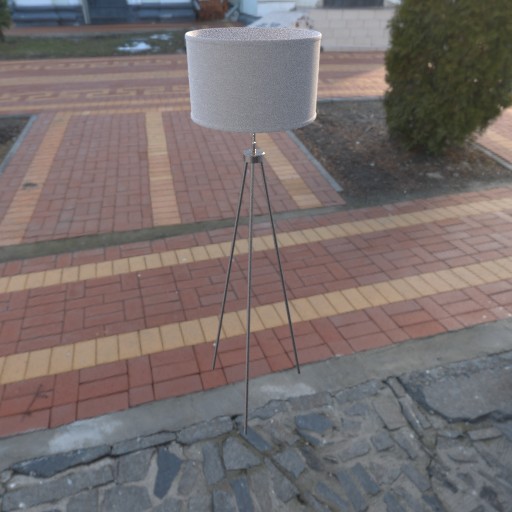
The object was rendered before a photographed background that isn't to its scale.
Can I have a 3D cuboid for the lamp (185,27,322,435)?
[{"bbox_3d":[0.000,0.000,1.716,0.448,1.545,0.458,0,32,0],"label":"lamp"}]
